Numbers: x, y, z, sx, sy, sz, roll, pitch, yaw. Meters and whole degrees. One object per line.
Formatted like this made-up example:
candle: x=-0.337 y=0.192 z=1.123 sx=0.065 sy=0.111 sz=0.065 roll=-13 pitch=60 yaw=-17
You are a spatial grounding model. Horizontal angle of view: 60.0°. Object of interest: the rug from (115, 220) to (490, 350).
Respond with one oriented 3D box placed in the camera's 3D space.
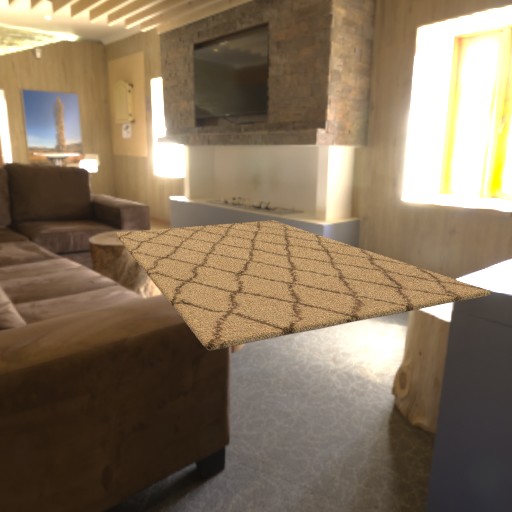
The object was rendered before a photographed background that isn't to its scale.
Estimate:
rug: x=0.000 y=0.000 z=3.021 sx=1.524 sy=0.030 sz=2.438 roll=-6 pitch=15 yaw=-24
